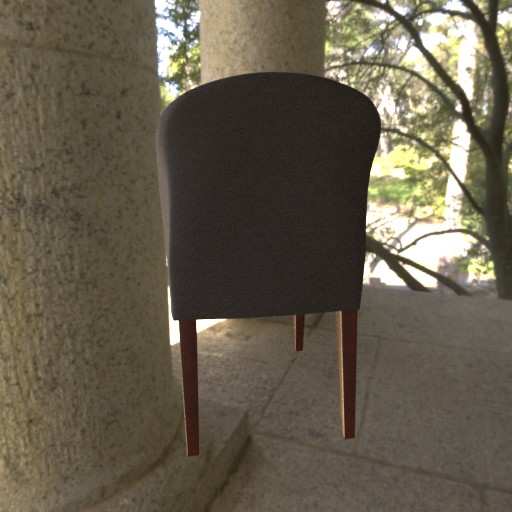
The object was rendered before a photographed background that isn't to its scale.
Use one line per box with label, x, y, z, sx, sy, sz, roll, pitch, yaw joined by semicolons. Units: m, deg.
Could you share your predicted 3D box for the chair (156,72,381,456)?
chair;0.000;0.000;1.252;0.506;0.879;0.619;-2;14;-9
